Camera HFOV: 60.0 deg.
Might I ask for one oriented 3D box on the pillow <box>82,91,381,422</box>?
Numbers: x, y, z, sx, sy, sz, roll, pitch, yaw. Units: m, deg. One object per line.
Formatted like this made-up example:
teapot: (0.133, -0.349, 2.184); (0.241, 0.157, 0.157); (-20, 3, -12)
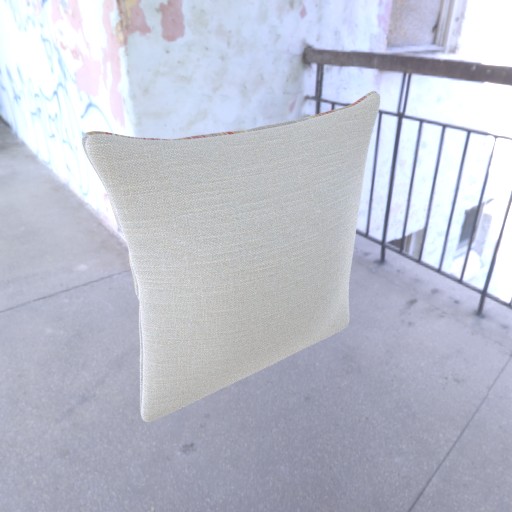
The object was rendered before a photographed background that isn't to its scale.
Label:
pillow: (0.000, 0.000, 0.687); (0.451, 0.449, 0.191); (-18, 34, -29)
